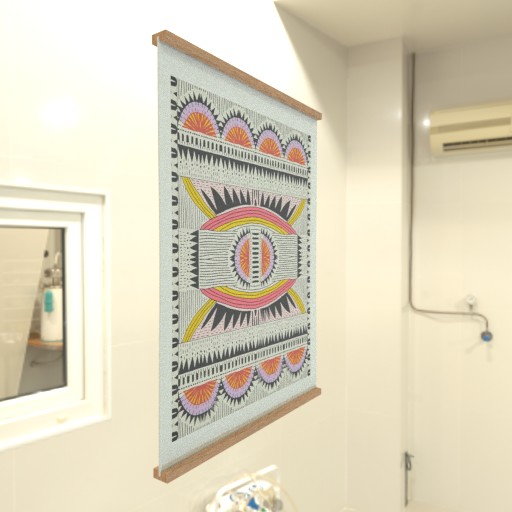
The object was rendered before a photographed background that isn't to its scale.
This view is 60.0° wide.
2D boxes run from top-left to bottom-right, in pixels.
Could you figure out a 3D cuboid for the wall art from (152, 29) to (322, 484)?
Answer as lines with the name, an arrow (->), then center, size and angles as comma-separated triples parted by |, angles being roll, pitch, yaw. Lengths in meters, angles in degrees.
wall art -> 0.000, 0.000, 0.786 | 0.028, 0.609, 0.456 | 1, 1, 35
